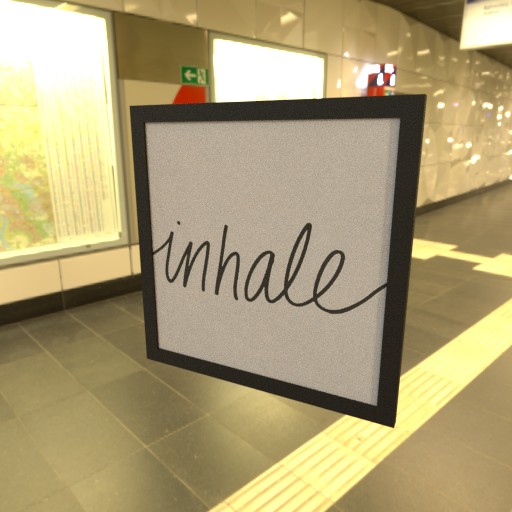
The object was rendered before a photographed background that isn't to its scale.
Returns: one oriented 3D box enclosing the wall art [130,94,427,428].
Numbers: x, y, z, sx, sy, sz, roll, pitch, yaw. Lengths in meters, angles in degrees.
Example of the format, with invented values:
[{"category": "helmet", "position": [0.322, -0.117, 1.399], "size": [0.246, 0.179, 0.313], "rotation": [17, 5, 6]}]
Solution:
[{"category": "wall art", "position": [0.000, 0.000, 0.537], "size": [0.356, 0.356, 0.013], "rotation": [8, 17, 26]}]
